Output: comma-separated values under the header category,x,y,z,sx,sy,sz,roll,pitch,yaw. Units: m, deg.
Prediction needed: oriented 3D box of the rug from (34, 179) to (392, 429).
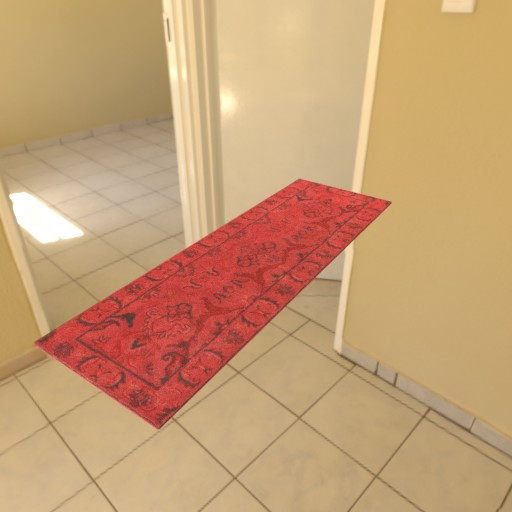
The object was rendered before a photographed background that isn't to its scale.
category,x,y,z,sx,sy,sz,roll,pitch,yaw
rug,0.000,0.000,2.703,0.813,0.018,2.439,20,37,29
